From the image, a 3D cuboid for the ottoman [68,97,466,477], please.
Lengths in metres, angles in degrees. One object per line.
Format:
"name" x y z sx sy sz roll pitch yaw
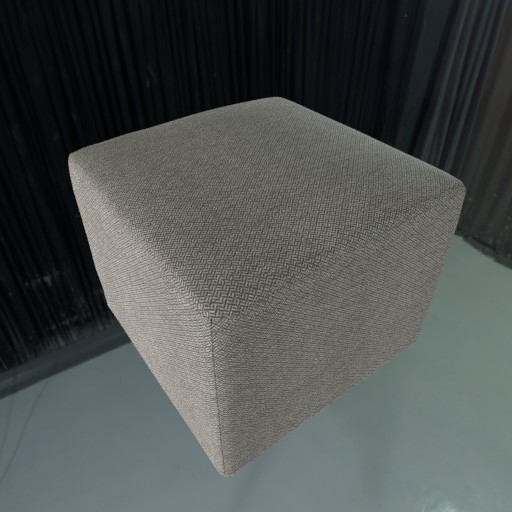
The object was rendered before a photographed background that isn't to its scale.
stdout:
"ottoman" 0.000 0.000 0.885 0.512 0.453 0.519 -25 46 -27
